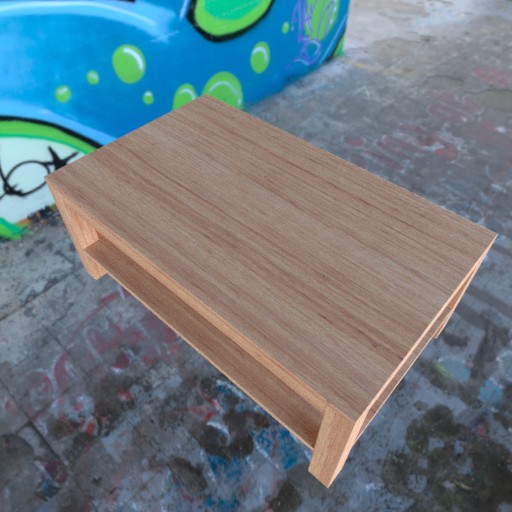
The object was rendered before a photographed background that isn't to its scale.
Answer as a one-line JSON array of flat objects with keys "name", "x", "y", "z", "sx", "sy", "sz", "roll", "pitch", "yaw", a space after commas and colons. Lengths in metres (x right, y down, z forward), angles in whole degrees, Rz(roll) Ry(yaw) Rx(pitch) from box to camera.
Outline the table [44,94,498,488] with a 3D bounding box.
[{"name": "table", "x": 0.000, "y": 0.000, "z": 1.459, "sx": 1.146, "sy": 0.457, "sz": 0.695, "roll": 34, "pitch": 56, "yaw": 27}]
